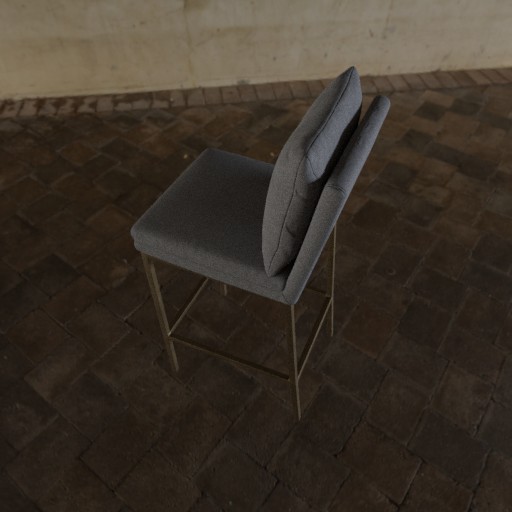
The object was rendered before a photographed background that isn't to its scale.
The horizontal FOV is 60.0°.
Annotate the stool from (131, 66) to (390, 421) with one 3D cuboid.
[{"bbox_3d":[0.000,0.000,1.431,0.569,1.130,0.463,18,49,16],"label":"stool"}]
